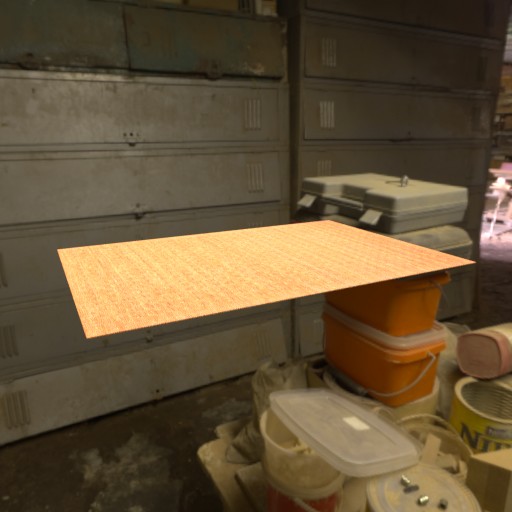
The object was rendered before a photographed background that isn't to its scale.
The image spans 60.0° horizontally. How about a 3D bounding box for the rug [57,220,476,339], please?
[{"bbox_3d":[0.000,0.000,2.898,2.285,0.006,1.524,-8,18,-26],"label":"rug"}]
